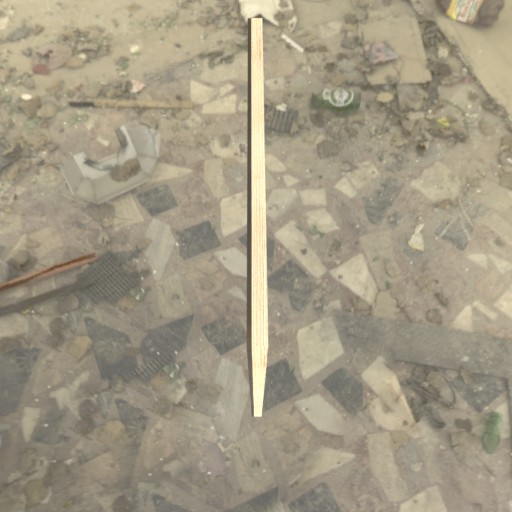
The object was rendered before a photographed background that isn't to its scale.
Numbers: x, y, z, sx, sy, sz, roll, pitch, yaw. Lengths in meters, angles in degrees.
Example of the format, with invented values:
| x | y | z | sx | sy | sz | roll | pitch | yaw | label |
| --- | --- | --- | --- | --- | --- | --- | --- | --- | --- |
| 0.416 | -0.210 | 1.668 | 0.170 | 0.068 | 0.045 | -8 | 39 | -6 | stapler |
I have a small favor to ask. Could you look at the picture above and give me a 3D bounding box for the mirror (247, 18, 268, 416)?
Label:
| x | y | z | sx | sy | sz | roll | pitch | yaw | label |
| --- | --- | --- | --- | --- | --- | --- | --- | --- | --- |
| 0.000 | 0.000 | 1.208 | 0.032 | 0.882 | 0.730 | 0 | 64 | 0 | mirror |
